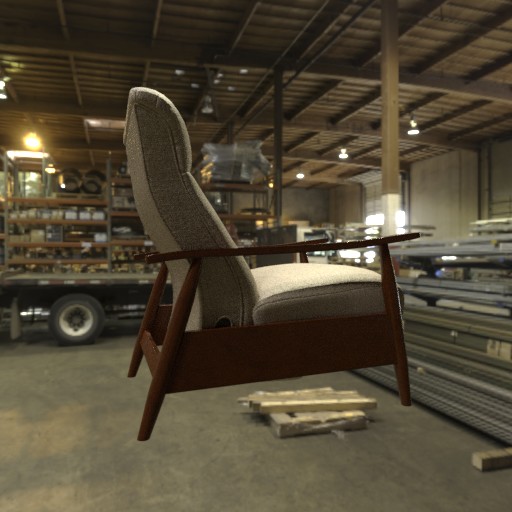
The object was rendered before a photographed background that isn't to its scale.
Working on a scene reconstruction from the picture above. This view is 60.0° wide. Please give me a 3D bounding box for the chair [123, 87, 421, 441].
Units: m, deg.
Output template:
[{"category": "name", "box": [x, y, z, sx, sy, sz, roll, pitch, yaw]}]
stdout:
[{"category": "chair", "box": [0.000, 0.000, 1.799, 1.014, 1.082, 0.762, 0, 0, -18]}]
